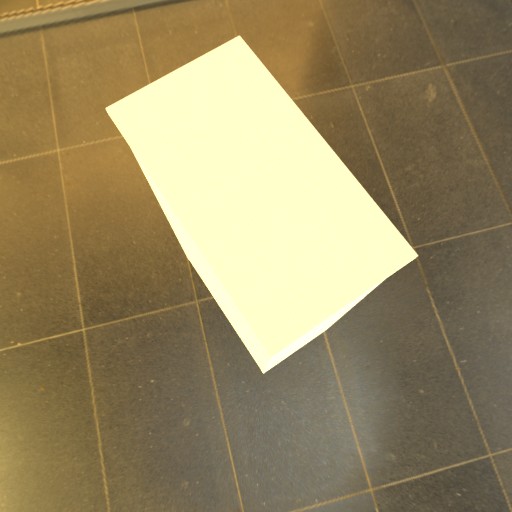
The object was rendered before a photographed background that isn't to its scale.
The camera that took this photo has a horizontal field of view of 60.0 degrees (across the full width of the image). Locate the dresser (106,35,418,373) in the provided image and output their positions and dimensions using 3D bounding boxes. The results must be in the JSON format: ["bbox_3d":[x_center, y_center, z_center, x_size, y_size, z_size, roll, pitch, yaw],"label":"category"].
[{"bbox_3d":[0.000,0.000,1.611,0.399,1.255,0.704,-33,76,-9],"label":"dresser"}]
